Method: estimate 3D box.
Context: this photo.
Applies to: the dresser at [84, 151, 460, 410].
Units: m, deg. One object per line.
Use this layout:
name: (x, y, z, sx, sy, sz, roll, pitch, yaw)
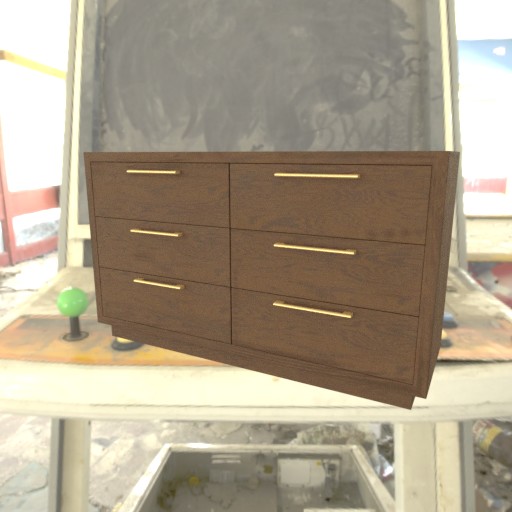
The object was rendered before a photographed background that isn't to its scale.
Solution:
dresser: (0.000, 0.000, 1.944, 1.523, 0.889, 0.512, 7, 14, 27)
